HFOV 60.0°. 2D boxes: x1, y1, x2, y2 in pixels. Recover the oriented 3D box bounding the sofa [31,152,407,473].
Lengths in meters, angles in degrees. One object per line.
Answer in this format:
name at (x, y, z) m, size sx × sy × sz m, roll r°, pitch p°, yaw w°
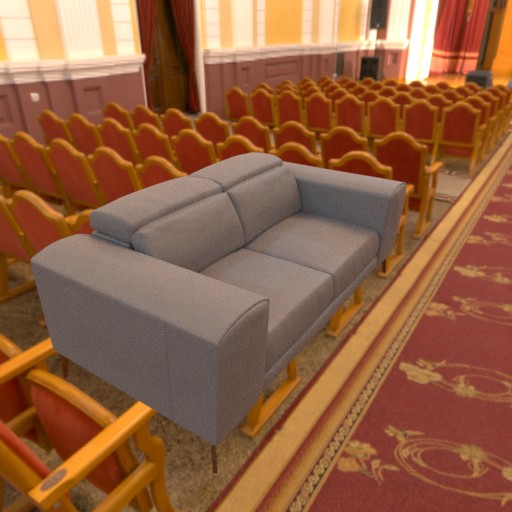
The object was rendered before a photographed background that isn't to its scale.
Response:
sofa at (0.000, 0.000, 2.359) m, size 1.003 × 0.779 × 1.895 m, roll 17°, pitch 32°, yaw 30°
